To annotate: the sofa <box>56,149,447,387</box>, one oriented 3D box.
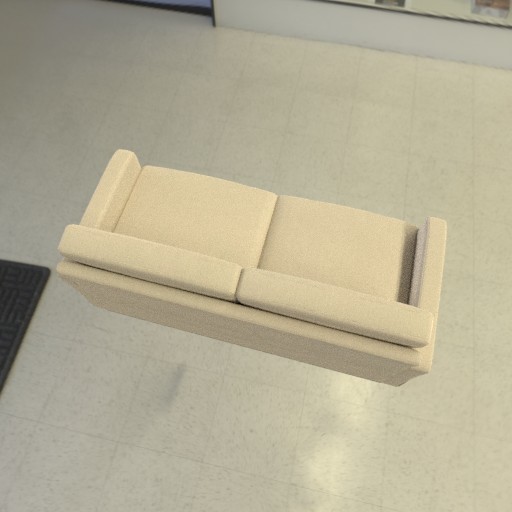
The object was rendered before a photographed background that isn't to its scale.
[{"bbox_3d":[0.000,0.000,2.305,1.808,0.831,0.894,14,64,7],"label":"sofa"}]
